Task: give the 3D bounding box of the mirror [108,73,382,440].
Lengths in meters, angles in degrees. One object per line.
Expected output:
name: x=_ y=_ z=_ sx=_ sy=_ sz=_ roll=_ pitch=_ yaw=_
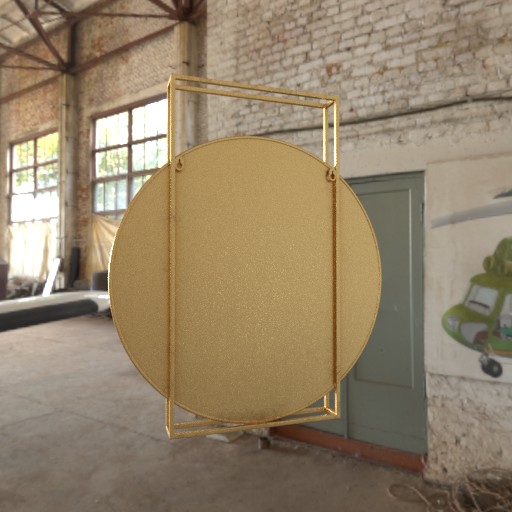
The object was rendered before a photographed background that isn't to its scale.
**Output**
mirror: x=0.000 y=0.000 z=0.804 sx=0.508 sy=0.603 sz=0.051 roll=0 pitch=-1 yaw=-19
